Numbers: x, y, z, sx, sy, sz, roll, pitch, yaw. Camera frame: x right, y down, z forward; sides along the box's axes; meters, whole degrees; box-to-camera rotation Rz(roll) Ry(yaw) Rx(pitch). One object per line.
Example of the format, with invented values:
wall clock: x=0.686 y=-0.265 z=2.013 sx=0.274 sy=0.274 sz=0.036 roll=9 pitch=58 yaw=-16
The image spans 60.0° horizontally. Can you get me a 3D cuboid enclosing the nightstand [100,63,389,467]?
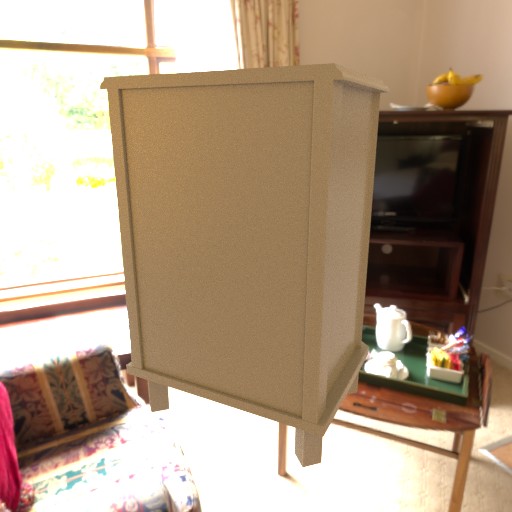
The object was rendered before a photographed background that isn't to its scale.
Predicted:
nightstand: x=0.000 y=0.000 z=0.920 sx=0.435 sy=0.680 sz=0.348 roll=8 pitch=19 yaw=26
